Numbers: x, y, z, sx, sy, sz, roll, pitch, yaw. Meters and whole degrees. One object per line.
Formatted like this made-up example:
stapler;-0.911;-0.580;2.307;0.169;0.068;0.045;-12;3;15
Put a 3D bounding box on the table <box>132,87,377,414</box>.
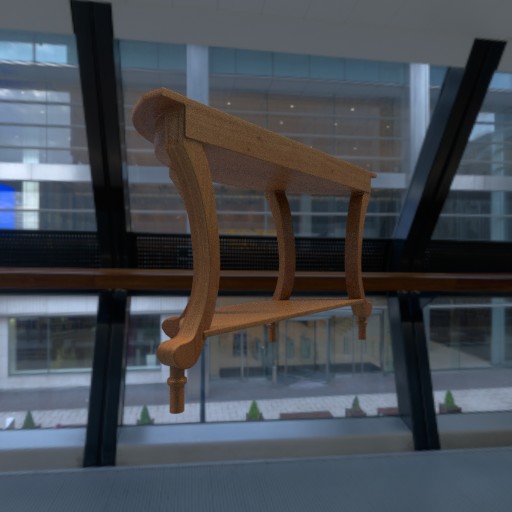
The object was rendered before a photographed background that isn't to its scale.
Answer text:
table;0.000;0.000;1.506;0.394;0.692;1.198;0;0;36
